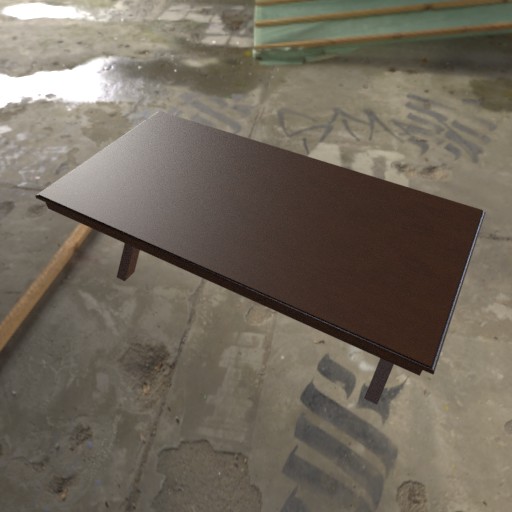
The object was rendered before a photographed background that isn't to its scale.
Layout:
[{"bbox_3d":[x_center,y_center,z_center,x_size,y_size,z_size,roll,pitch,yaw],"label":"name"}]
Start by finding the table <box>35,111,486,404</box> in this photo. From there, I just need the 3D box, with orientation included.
[{"bbox_3d":[0.000,0.000,1.473,1.197,0.459,0.594,22,50,20],"label":"table"}]
